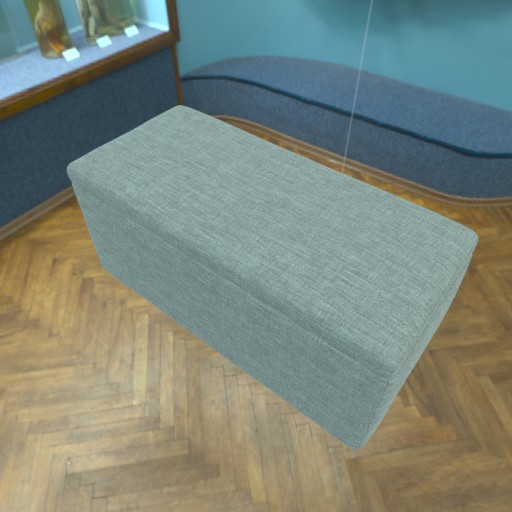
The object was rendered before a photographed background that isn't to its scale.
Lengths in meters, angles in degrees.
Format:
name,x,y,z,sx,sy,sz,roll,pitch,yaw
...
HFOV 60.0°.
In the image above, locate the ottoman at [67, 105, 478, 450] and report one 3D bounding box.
name,x,y,z,sx,sy,sz,roll,pitch,yaw
ottoman,0.000,0.000,1.133,0.902,0.432,0.419,30,54,25
